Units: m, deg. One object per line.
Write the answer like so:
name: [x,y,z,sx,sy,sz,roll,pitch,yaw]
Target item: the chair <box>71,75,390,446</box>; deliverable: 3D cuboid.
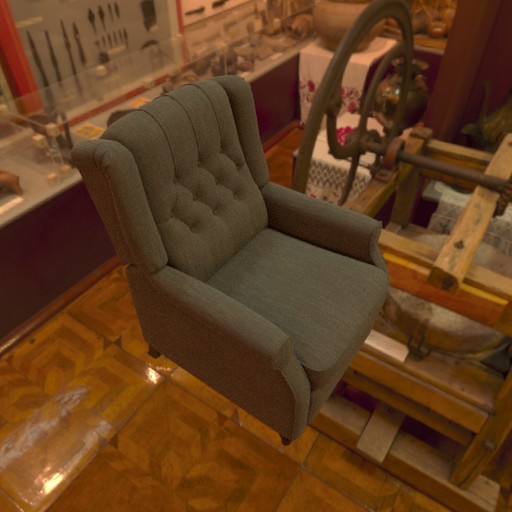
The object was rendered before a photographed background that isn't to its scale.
chair: [0.000,0.000,1.618,0.898,1.035,0.742,26,49,25]
